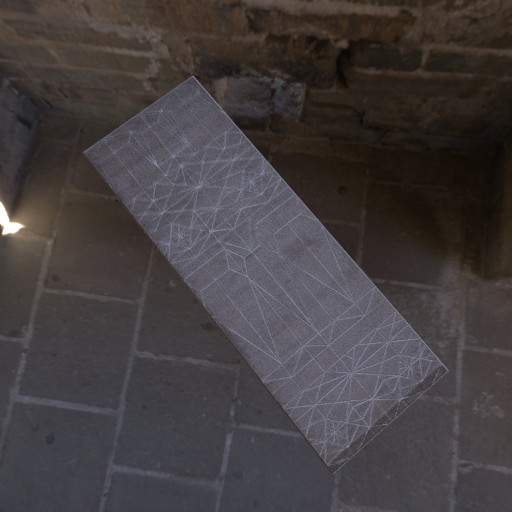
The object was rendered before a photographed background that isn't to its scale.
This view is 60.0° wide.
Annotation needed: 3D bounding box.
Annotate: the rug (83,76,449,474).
[{"bbox_3d":[0.000,0.000,2.636,0.864,0.012,2.388,-38,80,-8],"label":"rug"}]
